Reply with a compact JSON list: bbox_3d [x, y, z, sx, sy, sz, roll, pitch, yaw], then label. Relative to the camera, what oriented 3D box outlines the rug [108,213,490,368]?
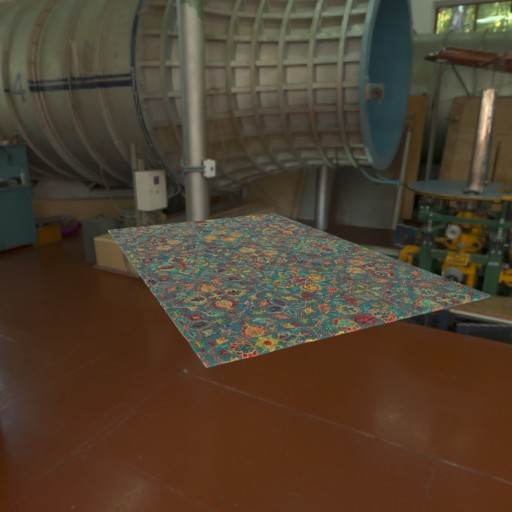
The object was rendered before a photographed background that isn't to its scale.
[{"bbox_3d":[0.000,0.000,2.902,1.527,0.016,2.290,-8,19,-25],"label":"rug"}]
